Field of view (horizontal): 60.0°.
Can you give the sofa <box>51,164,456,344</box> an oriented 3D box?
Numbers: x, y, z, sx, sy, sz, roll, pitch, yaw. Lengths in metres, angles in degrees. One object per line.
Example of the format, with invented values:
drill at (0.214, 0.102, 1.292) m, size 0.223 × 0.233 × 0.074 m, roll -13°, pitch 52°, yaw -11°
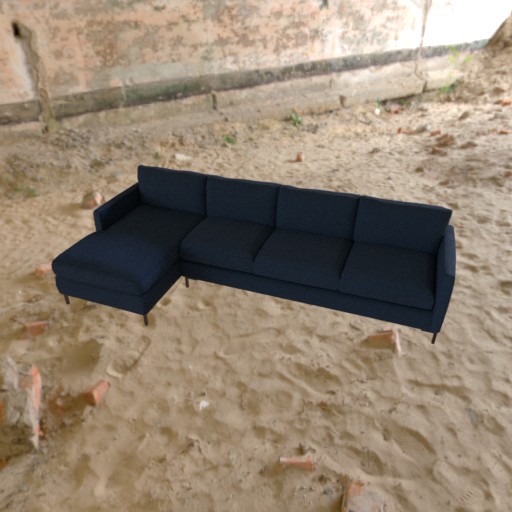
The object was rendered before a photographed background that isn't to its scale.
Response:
sofa at (0.000, 0.000, 2.940) m, size 2.450 × 0.679 × 1.128 m, roll 11°, pitch 34°, yaw 17°
